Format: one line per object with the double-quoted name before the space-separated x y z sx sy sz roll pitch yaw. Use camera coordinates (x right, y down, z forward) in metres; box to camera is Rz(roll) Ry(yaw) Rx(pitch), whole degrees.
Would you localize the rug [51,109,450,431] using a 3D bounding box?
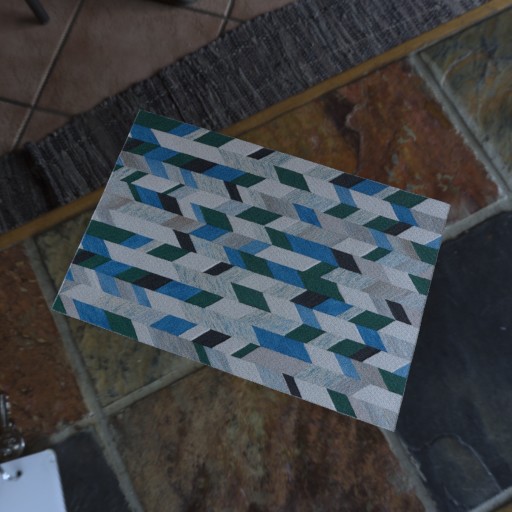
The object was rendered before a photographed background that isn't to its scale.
"rug" 0.000 0.000 2.349 1.827 0.005 1.229 18 77 4
